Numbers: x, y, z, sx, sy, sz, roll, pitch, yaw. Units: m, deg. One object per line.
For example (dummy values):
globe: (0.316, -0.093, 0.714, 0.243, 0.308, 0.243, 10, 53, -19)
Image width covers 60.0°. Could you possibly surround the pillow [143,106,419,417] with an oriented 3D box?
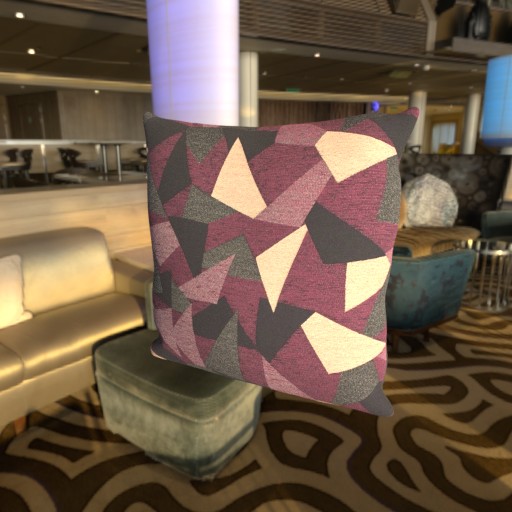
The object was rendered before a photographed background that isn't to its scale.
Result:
pillow: (0.000, 0.000, 0.775, 0.503, 0.496, 0.208, 7, 16, 26)
